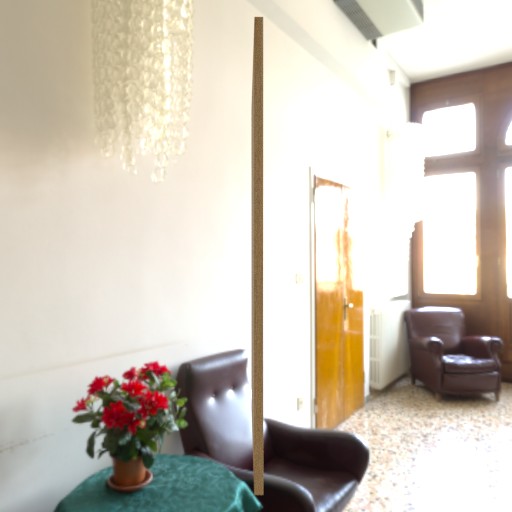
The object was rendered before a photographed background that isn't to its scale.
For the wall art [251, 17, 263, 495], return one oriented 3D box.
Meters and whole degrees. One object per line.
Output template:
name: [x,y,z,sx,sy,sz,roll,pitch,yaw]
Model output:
wall art: [0.000,0.000,0.823,0.013,0.683,0.381,0,-1,-1]
